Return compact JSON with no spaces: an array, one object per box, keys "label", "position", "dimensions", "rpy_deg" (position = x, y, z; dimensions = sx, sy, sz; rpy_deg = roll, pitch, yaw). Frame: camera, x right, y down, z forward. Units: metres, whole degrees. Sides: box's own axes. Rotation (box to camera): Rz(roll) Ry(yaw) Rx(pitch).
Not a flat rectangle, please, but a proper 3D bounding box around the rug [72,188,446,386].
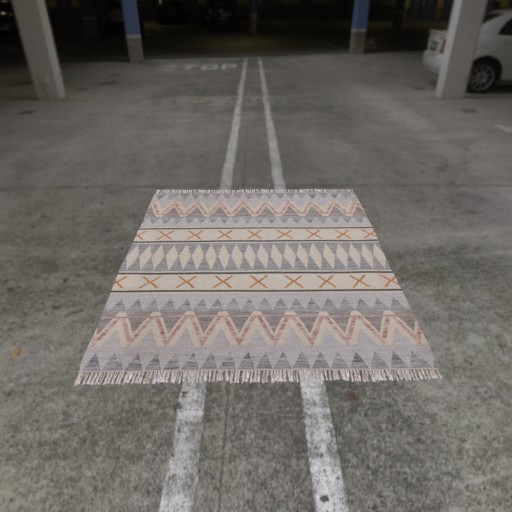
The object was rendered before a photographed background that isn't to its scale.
[{"label":"rug","position":[0.000,0.000,4.028],"dimensions":[2.371,0.012,3.000],"rpy_deg":[0,32,-1]}]
